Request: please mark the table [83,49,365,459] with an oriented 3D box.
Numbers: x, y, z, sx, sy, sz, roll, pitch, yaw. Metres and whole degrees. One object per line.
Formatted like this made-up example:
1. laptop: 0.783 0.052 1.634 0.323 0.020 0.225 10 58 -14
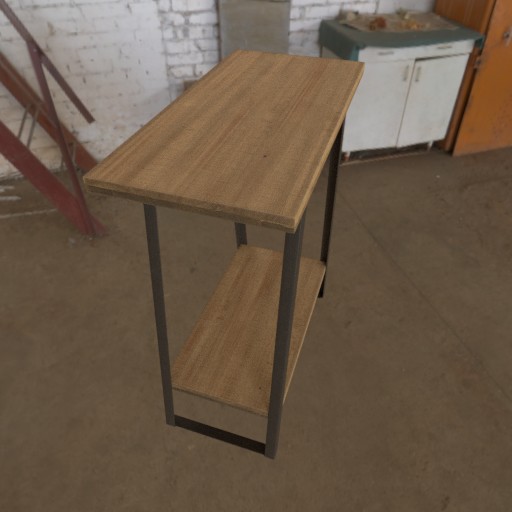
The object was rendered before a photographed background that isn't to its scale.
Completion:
1. table: 0.000 0.000 1.012 0.300 0.701 0.599 12 43 14
